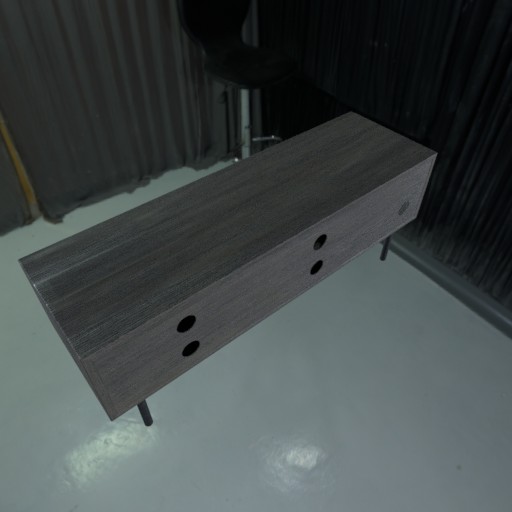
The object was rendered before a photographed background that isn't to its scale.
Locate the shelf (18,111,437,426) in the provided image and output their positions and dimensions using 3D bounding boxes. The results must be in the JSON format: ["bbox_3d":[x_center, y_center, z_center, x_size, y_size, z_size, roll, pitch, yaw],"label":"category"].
[{"bbox_3d":[0.000,0.000,1.522,1.300,0.495,0.400,-30,52,-27],"label":"shelf"}]
